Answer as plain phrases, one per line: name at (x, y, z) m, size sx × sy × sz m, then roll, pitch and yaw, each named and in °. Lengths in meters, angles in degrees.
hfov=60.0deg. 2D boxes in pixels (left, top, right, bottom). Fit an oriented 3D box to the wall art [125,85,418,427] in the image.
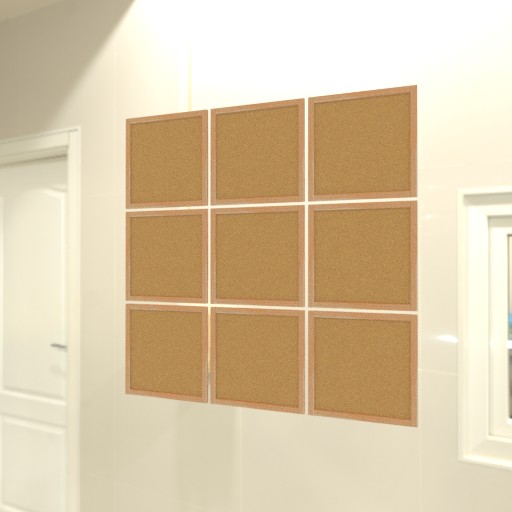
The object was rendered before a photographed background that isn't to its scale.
wall art at (0.000, 0.000, 1.775) m, size 1.216 × 1.220 × 0.013 m, roll 0°, pitch 0°, yaw 19°
